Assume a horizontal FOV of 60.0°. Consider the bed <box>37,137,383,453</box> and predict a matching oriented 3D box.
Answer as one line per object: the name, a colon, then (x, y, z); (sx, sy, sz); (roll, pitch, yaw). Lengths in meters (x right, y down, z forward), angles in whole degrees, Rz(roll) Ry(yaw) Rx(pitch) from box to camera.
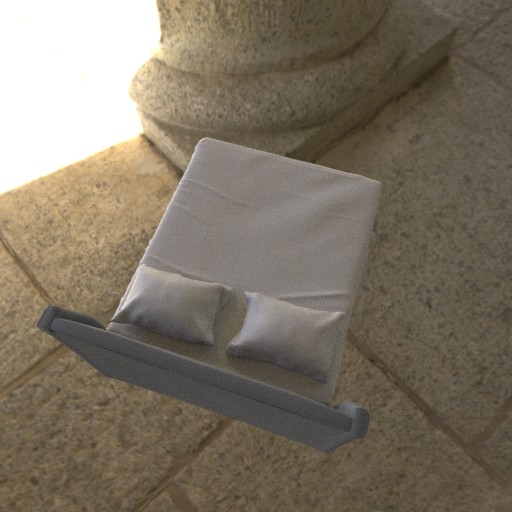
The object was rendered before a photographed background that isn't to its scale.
bed: (0.000, 0.000, 3.431); (1.925, 1.332, 2.276); (16, 64, 8)
